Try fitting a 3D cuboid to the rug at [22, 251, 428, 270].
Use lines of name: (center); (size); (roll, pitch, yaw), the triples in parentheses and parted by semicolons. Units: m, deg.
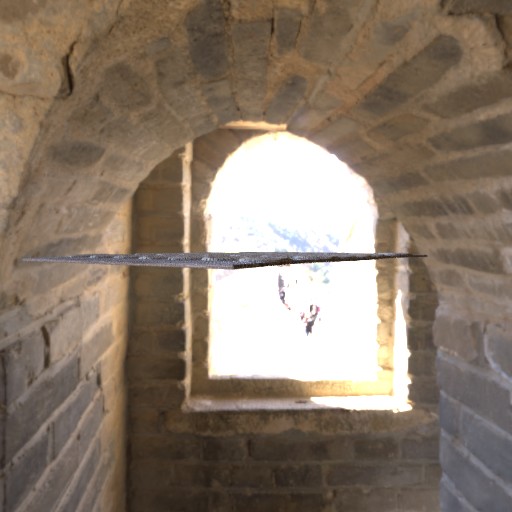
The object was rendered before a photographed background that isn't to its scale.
rug: (0.000, 0.000, 2.314); (1.222, 0.030, 1.823); (1, 2, 37)
